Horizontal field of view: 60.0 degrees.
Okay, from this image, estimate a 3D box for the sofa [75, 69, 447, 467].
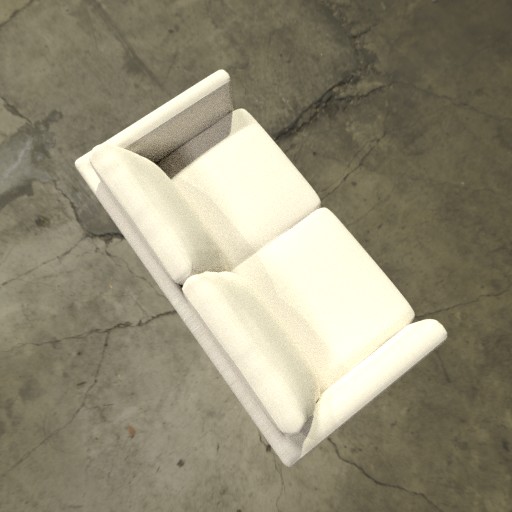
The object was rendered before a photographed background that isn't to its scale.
[{"bbox_3d":[0.000,0.000,2.271,0.940,0.893,1.713,-36,78,-9],"label":"sofa"}]
